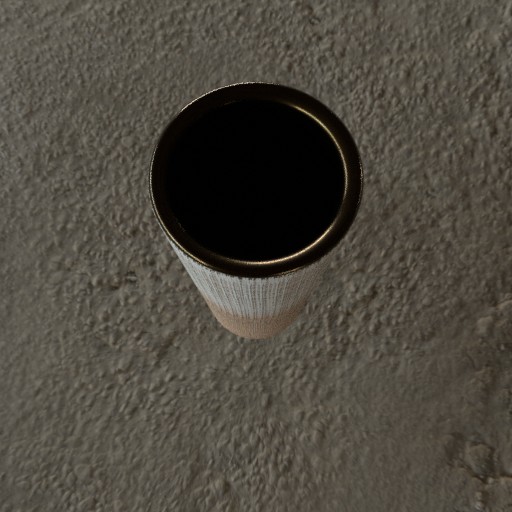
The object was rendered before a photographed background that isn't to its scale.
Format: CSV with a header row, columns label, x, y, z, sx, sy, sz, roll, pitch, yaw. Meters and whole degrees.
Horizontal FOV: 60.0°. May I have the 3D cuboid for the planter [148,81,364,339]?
label,x,y,z,sx,sy,sz,roll,pitch,yaw
planter,0.000,0.000,0.334,0.099,0.278,0.099,-22,75,-6
